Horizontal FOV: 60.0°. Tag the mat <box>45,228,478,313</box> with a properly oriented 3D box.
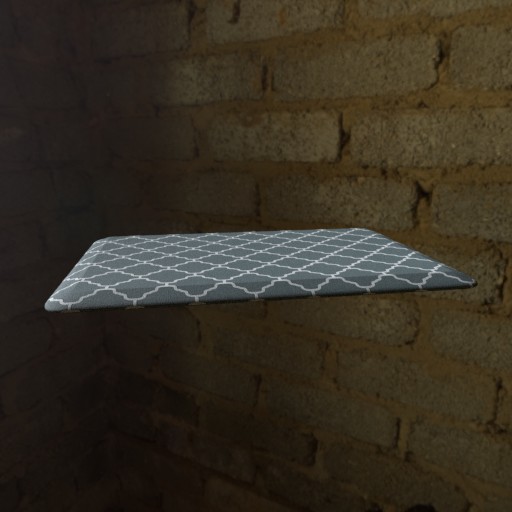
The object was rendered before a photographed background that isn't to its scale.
[{"bbox_3d":[0.000,0.000,0.979,0.762,0.021,0.508,-2,15,-9],"label":"mat"}]
